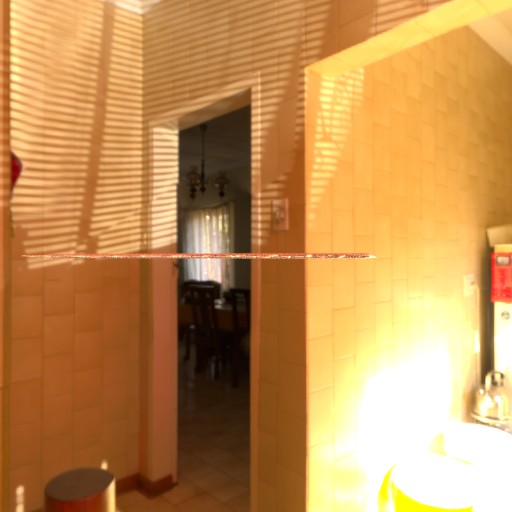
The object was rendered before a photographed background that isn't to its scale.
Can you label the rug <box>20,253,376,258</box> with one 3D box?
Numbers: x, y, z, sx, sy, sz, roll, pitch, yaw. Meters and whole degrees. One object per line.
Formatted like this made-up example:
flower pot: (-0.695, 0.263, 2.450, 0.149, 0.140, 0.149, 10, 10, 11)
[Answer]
rug: (0.000, 0.000, 3.185, 1.664, 0.029, 2.615, 0, 0, 16)
